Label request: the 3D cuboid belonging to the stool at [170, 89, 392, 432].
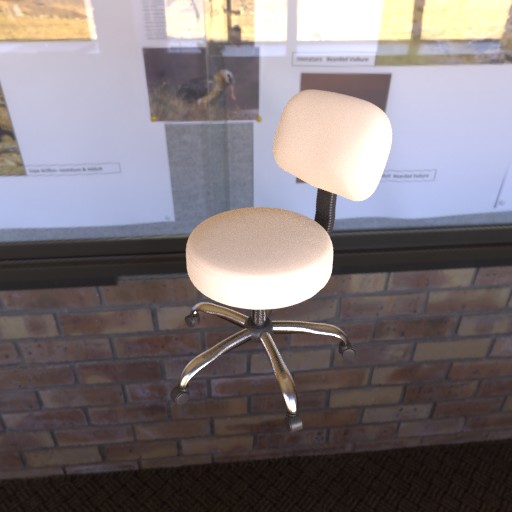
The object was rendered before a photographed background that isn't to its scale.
[{"bbox_3d":[0.000,0.000,1.261,0.616,0.810,0.609,-22,38,-31],"label":"stool"}]
